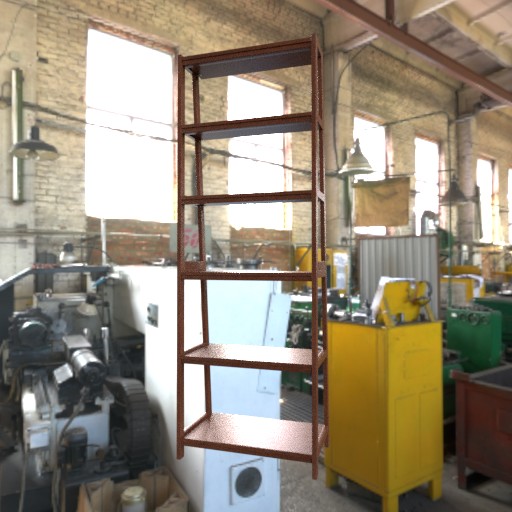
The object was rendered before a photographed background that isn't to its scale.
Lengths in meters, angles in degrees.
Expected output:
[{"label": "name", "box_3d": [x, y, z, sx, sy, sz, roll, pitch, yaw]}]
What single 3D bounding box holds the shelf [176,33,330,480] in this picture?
[{"label": "shelf", "box_3d": [0.000, 0.000, 2.157, 0.660, 1.892, 0.382, 0, -1, 17]}]
